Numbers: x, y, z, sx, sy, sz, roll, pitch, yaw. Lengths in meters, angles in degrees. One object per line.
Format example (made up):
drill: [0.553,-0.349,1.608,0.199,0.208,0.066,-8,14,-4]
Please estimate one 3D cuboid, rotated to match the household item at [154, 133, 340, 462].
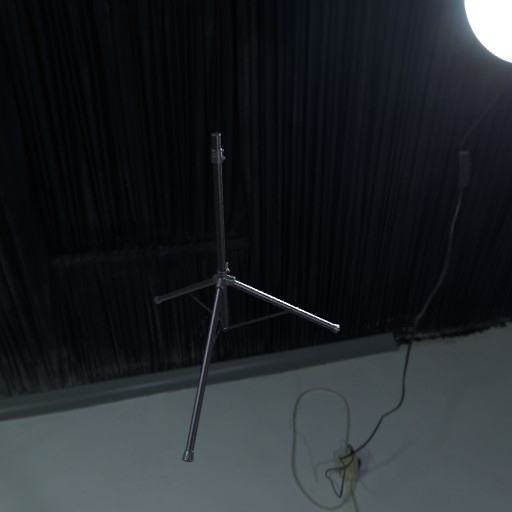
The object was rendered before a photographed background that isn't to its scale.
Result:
household item: [0.000,0.000,2.845,1.339,1.595,1.596,-8,32,-14]
